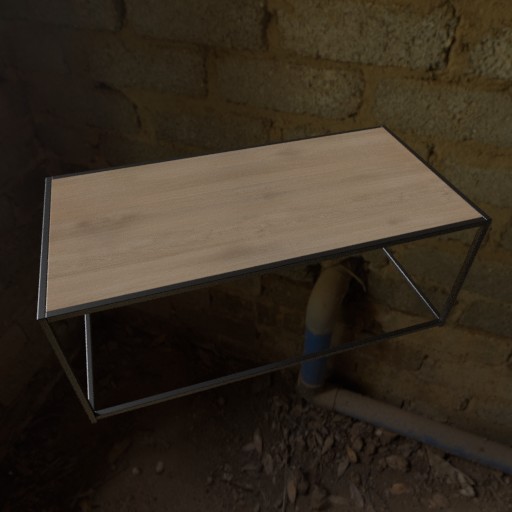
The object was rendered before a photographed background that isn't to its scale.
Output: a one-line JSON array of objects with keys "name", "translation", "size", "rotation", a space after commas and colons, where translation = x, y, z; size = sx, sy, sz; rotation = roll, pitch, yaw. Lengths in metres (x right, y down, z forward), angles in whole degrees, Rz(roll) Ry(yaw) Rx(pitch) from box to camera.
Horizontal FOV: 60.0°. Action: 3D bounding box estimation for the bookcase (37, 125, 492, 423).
[{"name": "bookcase", "translation": [0.000, 0.000, 1.232], "size": [1.000, 0.400, 0.500], "rotation": [-12, 44, -13]}]
